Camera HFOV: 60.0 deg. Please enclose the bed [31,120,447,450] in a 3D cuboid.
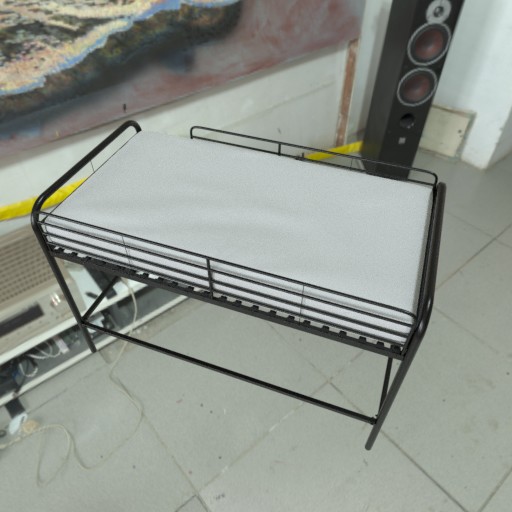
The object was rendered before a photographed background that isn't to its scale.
[{"bbox_3d":[0.000,0.000,2.867,1.968,1.289,1.393,15,47,14],"label":"bed"}]
